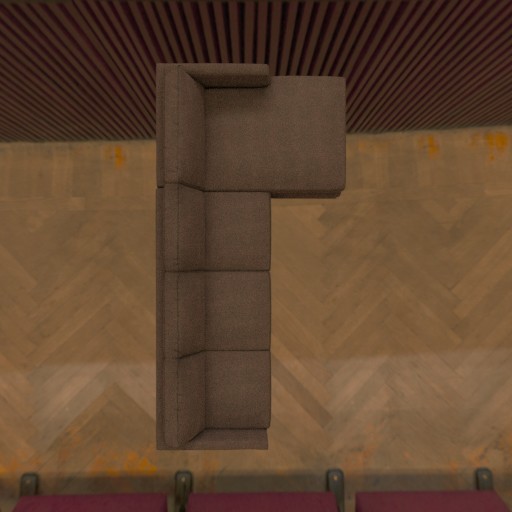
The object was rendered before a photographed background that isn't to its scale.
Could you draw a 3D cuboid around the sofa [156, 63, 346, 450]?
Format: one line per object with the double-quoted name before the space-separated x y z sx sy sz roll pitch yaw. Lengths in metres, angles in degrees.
"sofa" 0.000 0.000 3.900 1.650 0.922 3.205 0 90 -1
